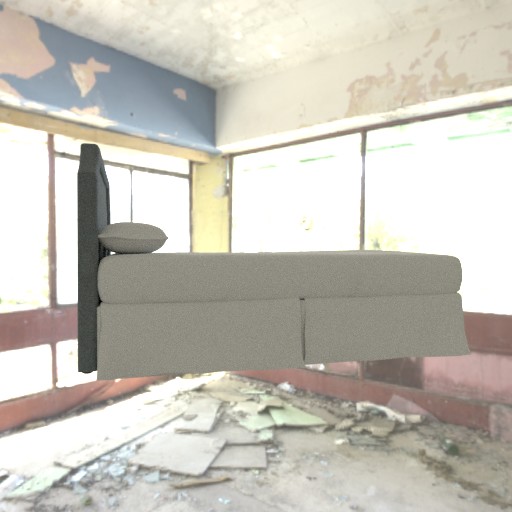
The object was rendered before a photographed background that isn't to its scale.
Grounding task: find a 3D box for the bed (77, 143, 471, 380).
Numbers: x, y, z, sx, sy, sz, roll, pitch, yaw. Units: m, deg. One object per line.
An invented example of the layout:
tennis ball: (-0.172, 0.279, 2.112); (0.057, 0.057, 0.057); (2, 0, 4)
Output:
bed: (0.000, 0.000, 3.514); (2.464, 1.306, 1.977); (0, 1, -16)
